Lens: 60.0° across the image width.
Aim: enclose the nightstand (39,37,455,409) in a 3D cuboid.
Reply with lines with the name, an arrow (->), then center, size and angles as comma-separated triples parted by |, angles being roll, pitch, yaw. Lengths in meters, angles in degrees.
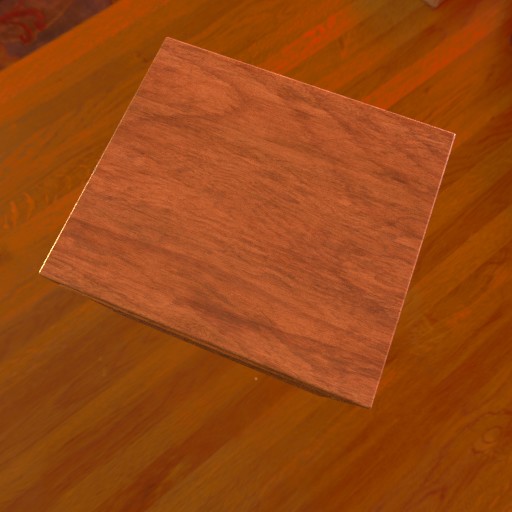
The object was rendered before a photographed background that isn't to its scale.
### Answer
nightstand -> 0.000, 0.000, 0.876 | 0.457, 0.559, 0.406 | 21, 76, 6
